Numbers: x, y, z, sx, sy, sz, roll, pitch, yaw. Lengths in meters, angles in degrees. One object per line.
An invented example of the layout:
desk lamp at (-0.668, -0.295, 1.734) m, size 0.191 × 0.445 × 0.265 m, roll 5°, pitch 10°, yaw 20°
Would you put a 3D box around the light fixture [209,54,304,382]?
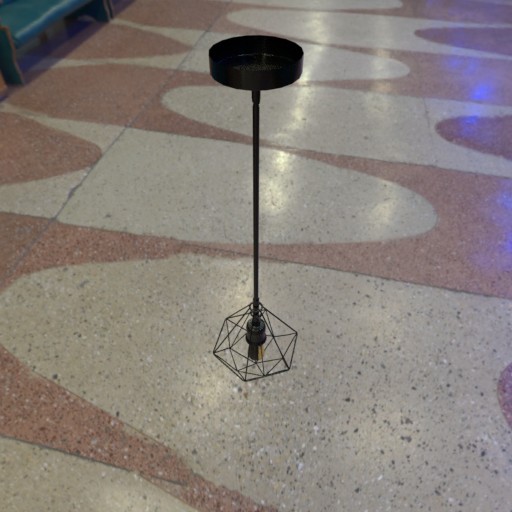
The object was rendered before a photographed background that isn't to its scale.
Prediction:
light fixture at (0.000, 0.000, 1.983) m, size 0.431 × 1.764 × 0.487 m, roll 10°, pitch 45°, yaw 10°
